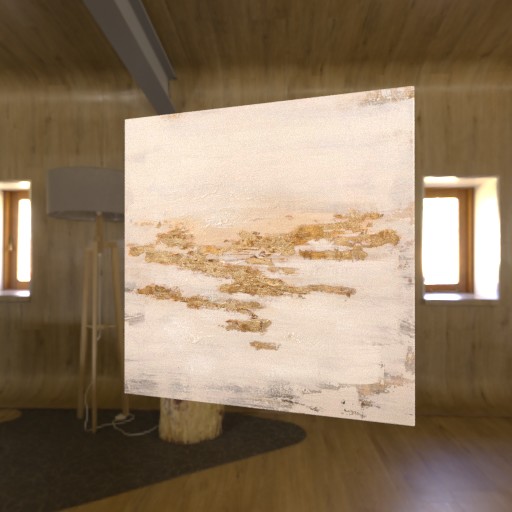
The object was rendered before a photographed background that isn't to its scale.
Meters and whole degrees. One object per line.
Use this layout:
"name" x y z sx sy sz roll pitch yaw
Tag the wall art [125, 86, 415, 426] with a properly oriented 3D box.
"wall art" 0.000 0.000 1.119 0.753 0.755 0.038 0 0 19
